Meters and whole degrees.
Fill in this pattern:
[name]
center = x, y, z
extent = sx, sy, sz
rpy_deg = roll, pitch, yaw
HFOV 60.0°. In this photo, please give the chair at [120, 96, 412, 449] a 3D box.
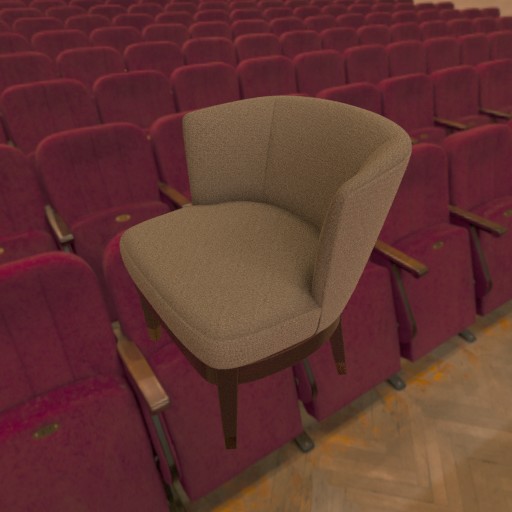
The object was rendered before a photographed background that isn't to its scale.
[chair]
center = 0.000, 0.000, 1.272
extent = 0.660, 0.760, 0.700
rpy_deg = -19, 37, -28
